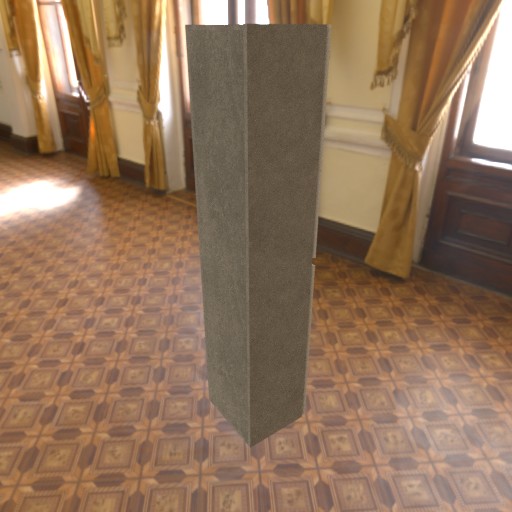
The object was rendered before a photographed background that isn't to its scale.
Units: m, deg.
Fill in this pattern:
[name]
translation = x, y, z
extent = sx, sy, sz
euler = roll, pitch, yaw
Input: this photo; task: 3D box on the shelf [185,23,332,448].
[shelf]
translation = 0.000, 0.000, 1.513
extent = 0.270, 1.400, 0.300
euler = -18, 32, -32
